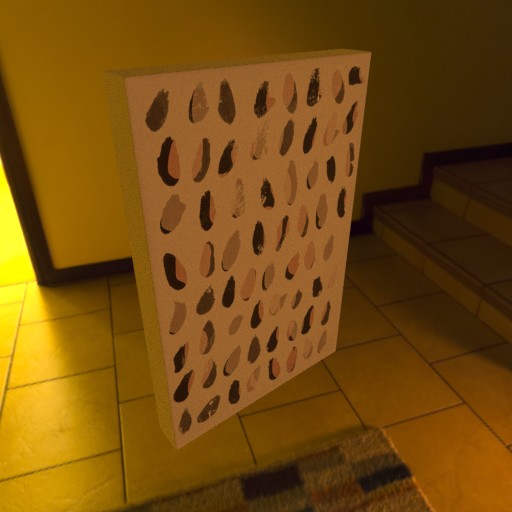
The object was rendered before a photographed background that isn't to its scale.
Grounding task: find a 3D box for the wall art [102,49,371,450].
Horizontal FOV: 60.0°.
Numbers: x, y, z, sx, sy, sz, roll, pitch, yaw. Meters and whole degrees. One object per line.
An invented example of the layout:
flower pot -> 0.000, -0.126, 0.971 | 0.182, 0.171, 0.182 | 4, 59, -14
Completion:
wall art -> 0.000, 0.000, 0.468 | 0.252, 0.381, 0.039 | -22, 37, -32
